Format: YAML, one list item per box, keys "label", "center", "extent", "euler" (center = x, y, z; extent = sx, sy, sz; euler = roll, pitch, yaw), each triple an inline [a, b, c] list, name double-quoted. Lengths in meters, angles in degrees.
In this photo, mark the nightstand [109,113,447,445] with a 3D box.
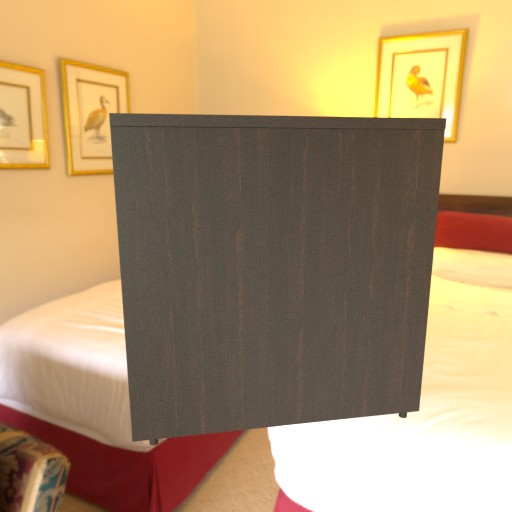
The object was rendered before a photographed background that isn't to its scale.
- label: "nightstand"
  center: [0.000, 0.000, 0.813]
  extent: [0.461, 0.460, 0.400]
  euler: [-2, 13, -10]
